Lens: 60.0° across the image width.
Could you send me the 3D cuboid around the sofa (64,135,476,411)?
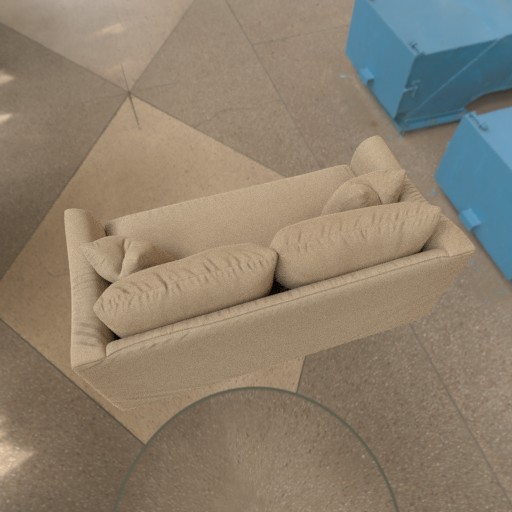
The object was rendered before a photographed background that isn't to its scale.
[{"bbox_3d":[0.000,0.000,2.607,2.010,1.018,1.072,-15,59,-9],"label":"sofa"}]
